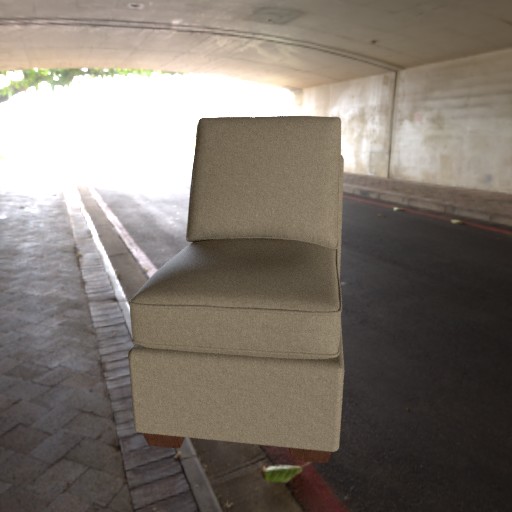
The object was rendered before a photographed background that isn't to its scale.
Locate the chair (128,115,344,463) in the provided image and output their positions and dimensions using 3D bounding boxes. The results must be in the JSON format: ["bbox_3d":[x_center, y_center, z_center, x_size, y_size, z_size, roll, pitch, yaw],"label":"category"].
[{"bbox_3d":[0.000,0.000,1.707,0.674,1.058,1.020,2,16,8],"label":"chair"}]
